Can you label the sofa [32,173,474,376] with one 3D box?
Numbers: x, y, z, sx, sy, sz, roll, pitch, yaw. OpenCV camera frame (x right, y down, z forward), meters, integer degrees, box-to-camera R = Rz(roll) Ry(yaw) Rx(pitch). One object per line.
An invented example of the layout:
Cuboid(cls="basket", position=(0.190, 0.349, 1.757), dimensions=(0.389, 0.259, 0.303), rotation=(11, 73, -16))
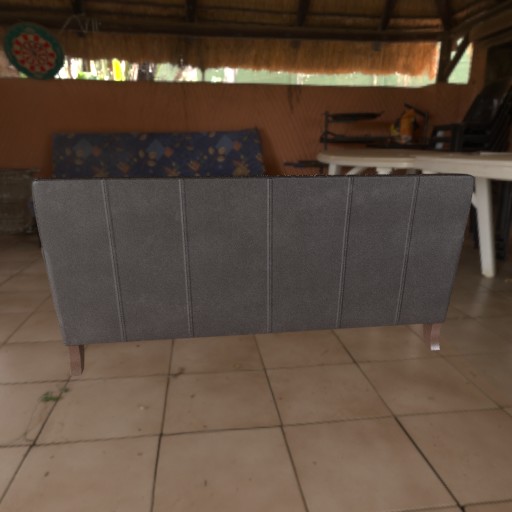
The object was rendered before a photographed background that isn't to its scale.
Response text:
Cuboid(cls="sofa", position=(0.000, 0.000, 2.499), dimensions=(2.053, 0.947, 0.805), rotation=(-2, 14, -8))
